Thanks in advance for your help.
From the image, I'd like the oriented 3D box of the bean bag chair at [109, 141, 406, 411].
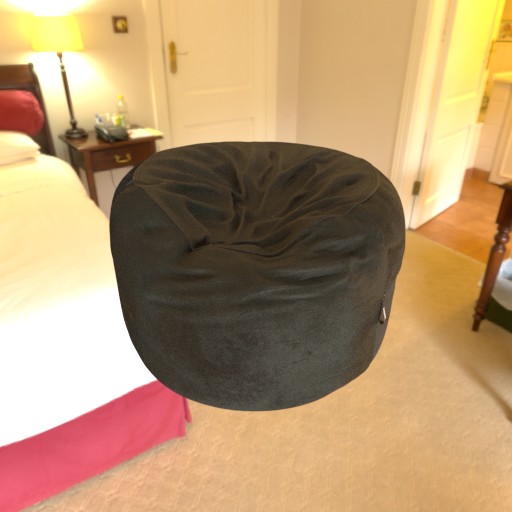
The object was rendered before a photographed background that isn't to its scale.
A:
[{"bbox_3d":[0.000,0.000,1.473,0.918,0.605,0.918,0,28,0],"label":"bean bag chair"}]
